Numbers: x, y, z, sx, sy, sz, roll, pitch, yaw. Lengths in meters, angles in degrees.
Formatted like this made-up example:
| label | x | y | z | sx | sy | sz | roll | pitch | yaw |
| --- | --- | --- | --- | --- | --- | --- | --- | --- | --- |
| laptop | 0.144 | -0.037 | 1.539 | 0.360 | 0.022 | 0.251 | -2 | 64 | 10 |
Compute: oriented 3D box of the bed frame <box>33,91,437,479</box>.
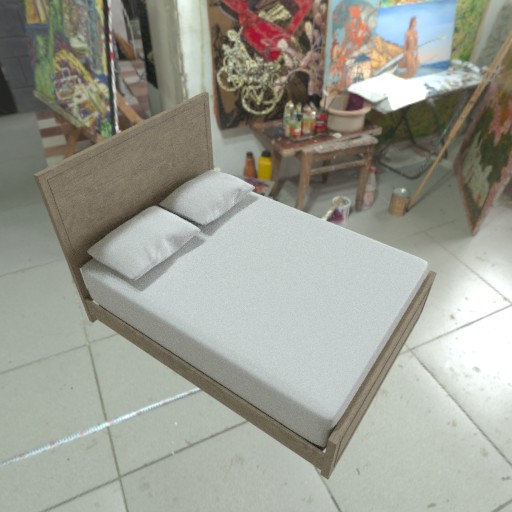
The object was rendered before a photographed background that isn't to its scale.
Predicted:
| label | x | y | z | sx | sy | sz | roll | pitch | yaw |
| --- | --- | --- | --- | --- | --- | --- | --- | --- | --- |
| bed frame | 0.000 | 0.000 | 3.172 | 2.189 | 1.369 | 1.606 | 25 | 47 | 26 |
